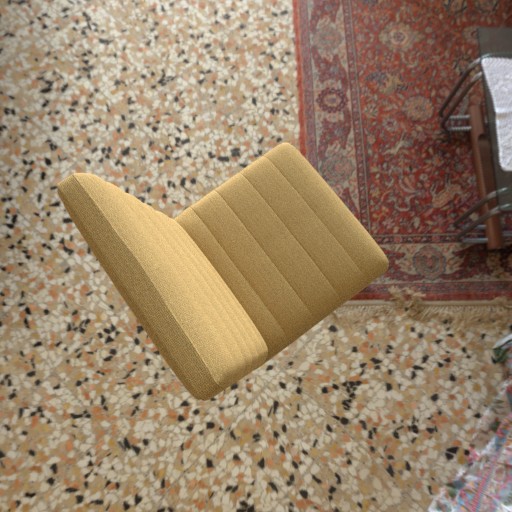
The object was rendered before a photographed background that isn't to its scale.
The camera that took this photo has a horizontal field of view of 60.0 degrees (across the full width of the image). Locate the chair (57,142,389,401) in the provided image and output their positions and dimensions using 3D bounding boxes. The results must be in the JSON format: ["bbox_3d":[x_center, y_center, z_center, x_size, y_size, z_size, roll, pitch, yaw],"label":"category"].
[{"bbox_3d":[0.000,0.000,1.293,0.634,0.930,0.520,-35,78,-9],"label":"chair"}]
